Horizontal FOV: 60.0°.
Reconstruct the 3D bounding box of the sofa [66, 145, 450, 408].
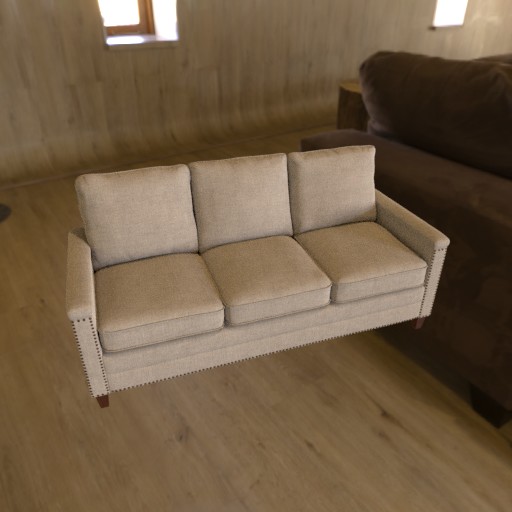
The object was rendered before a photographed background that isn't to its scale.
[{"bbox_3d":[0.000,0.000,2.472,1.925,0.959,0.828,-10,32,-16],"label":"sofa"}]
